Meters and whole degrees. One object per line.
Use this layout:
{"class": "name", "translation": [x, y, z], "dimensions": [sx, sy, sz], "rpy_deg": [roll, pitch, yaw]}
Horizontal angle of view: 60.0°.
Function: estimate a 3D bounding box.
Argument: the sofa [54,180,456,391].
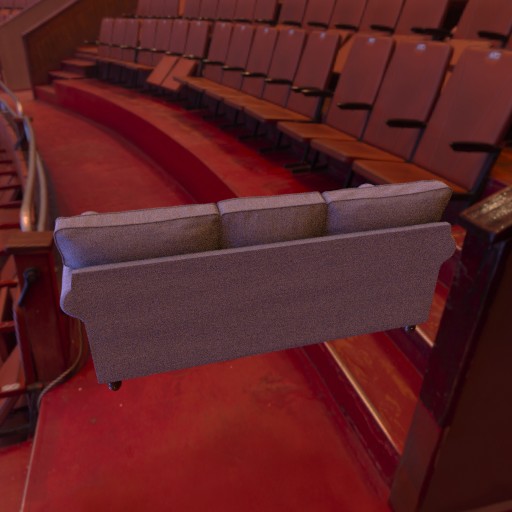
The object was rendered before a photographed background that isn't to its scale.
{"class": "sofa", "translation": [0.000, 0.000, 2.657], "dimensions": [2.084, 0.961, 0.916], "rpy_deg": [-8, 29, -14]}
